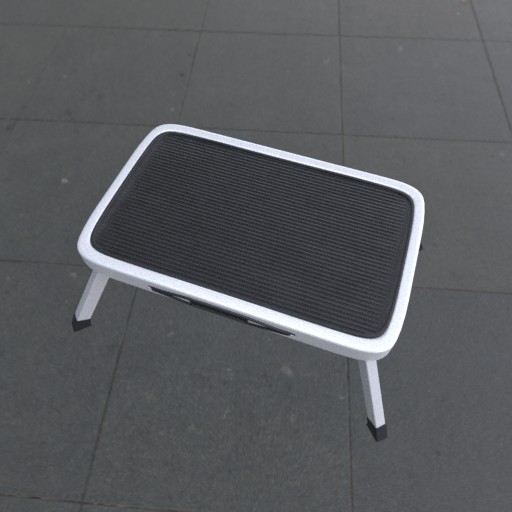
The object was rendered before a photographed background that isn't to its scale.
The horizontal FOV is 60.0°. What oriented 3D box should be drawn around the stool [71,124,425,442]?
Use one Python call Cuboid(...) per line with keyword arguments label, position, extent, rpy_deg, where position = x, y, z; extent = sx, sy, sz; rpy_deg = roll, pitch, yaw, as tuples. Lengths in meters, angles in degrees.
Cuboid(label="stool", position=(0.000, 0.000, 0.604), extent=(0.460, 0.170, 0.320), rpy_deg=(17, 60, 10))
